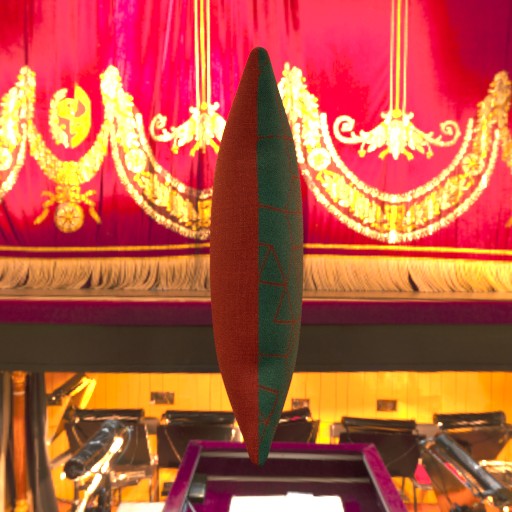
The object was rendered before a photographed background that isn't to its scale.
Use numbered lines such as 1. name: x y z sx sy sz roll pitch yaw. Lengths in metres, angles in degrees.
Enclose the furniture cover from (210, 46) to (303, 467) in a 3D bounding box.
1. furniture cover: 0.000 0.000 0.789 0.158 0.508 0.517 0 0 -1
